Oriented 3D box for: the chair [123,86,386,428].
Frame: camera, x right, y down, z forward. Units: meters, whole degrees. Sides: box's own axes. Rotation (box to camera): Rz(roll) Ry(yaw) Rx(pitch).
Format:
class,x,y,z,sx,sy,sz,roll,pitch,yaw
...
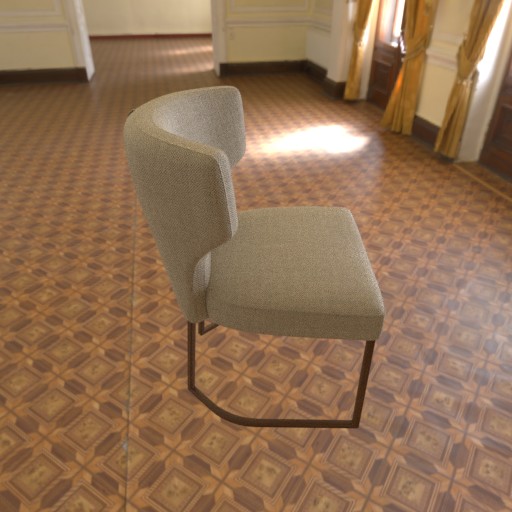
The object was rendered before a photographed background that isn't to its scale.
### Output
class,x,y,z,sx,sy,sz,roll,pitch,yaw
chair,0.000,0.000,1.253,0.617,0.824,0.611,0,32,1
